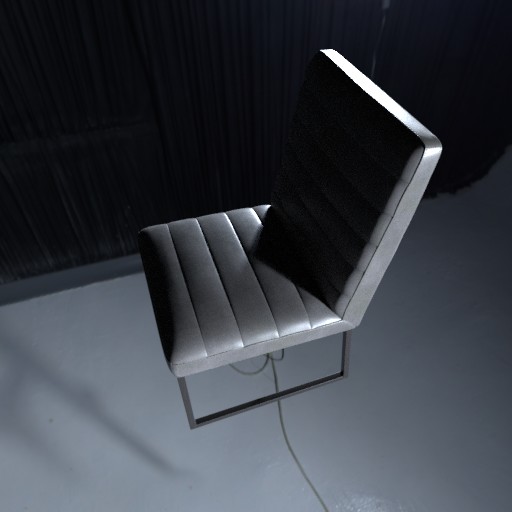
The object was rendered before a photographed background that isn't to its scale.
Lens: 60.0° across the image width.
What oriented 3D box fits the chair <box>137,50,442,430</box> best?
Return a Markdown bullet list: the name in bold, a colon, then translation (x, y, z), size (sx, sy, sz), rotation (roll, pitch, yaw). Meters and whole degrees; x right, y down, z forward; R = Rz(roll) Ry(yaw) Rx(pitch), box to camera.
- **chair**: translation (0.000, 0.000, 1.285), size (0.634, 0.930, 0.520), rotation (-14, 48, -13)
